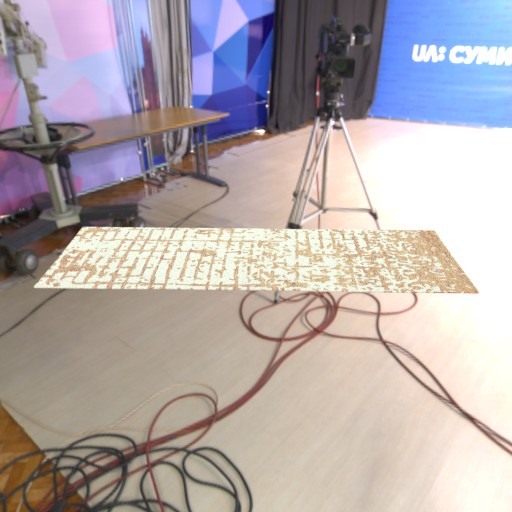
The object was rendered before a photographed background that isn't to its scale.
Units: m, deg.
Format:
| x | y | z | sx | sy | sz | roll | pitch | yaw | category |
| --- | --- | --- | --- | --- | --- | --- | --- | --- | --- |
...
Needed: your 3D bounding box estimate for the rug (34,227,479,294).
| x | y | z | sx | sy | sz | roll | pitch | yaw | category |
| --- | --- | --- | --- | --- | --- | --- | --- | --- | --- |
| 0.000 | 0.000 | 2.741 | 2.435 | 0.011 | 0.750 | 1 | 30 | 1 | rug |
